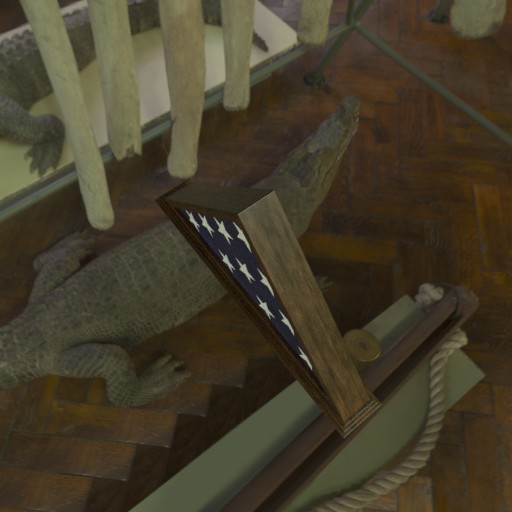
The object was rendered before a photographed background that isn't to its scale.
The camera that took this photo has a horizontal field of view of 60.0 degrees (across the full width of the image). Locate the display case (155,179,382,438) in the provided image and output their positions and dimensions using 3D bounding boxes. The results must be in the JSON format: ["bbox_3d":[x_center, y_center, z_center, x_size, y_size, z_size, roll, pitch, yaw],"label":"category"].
[{"bbox_3d":[0.000,0.000,0.769,0.095,0.340,0.640,-35,69,-16],"label":"display case"}]
